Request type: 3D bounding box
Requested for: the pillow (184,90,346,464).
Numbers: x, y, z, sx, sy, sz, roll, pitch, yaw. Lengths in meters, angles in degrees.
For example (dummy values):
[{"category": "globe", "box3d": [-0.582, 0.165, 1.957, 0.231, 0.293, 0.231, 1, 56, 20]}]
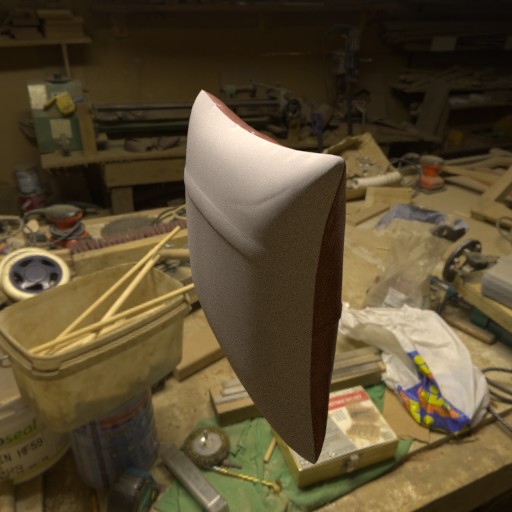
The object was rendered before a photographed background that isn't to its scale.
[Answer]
[{"category": "pillow", "box3d": [0.000, 0.000, 0.762, 0.192, 0.477, 0.501, -11, 31, -20]}]
